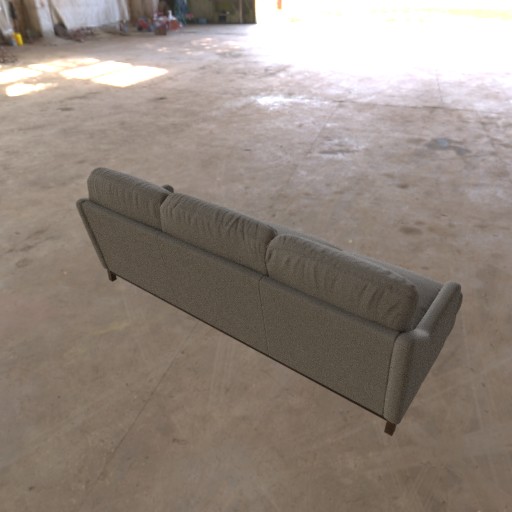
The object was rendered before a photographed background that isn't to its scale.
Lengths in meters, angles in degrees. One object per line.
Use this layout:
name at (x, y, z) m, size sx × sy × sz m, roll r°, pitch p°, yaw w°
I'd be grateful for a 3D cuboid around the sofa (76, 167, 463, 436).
sofa at (0.000, 0.000, 2.830) m, size 2.344 × 0.926 × 0.987 m, roll 22°, pitch 38°, yaw 31°
